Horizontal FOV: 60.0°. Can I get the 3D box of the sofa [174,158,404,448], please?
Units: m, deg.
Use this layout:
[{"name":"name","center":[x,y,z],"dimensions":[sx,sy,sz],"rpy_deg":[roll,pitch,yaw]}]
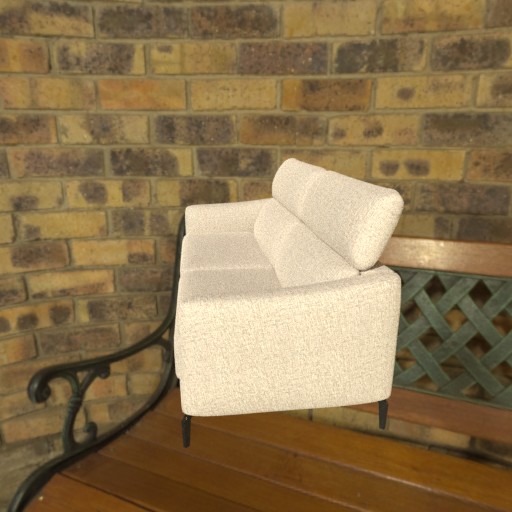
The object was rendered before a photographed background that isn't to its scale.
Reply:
[{"name":"sofa","center":[0.000,0.000,2.484],"dimensions":[0.856,0.956,2.015],"rpy_deg":[-2,16,-8]}]
